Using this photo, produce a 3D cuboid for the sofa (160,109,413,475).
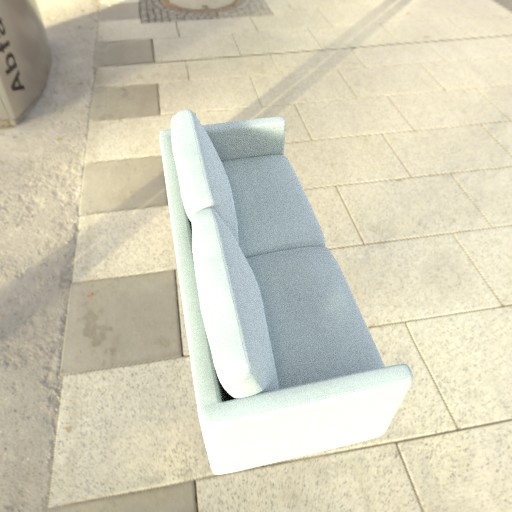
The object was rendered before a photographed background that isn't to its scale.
[{"bbox_3d":[0.000,0.000,2.724,0.951,0.965,2.208,-9,48,-9],"label":"sofa"}]
